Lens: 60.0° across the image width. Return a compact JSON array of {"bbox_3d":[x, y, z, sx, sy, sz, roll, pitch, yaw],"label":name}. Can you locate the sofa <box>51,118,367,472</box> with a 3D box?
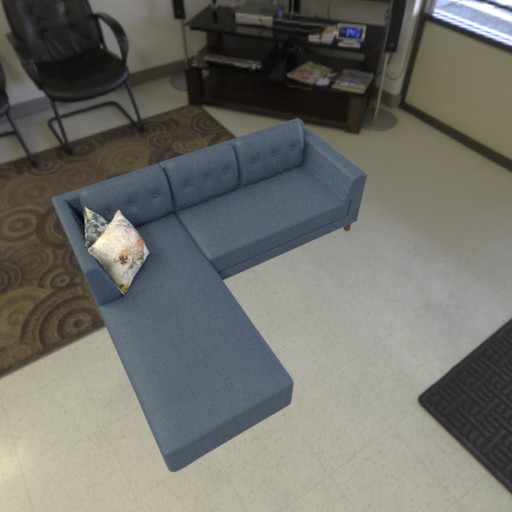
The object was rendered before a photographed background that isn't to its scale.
[{"bbox_3d":[0.000,0.000,3.027,2.120,0.787,1.829,-24,51,-20],"label":"sofa"}]
